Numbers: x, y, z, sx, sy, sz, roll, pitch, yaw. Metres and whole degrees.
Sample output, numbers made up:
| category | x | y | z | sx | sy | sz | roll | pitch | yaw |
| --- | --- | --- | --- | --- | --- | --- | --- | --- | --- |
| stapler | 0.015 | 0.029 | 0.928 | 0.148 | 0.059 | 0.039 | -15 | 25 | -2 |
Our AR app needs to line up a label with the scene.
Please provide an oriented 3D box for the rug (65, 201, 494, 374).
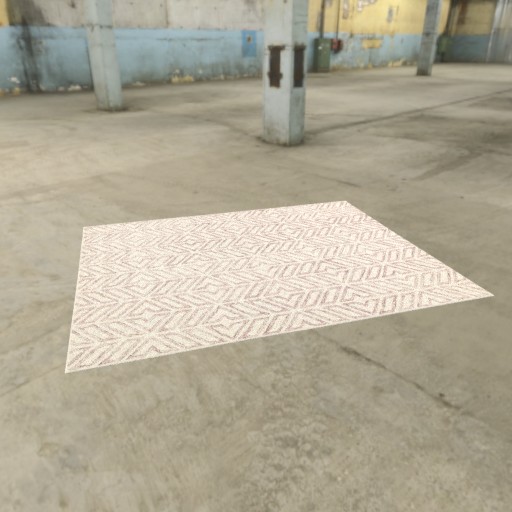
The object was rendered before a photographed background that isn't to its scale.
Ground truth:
| category | x | y | z | sx | sy | sz | roll | pitch | yaw |
| --- | --- | --- | --- | --- | --- | --- | --- | --- | --- |
| rug | 0.000 | 0.000 | 4.007 | 3.045 | 0.008 | 2.421 | -7 | 26 | -15 |
